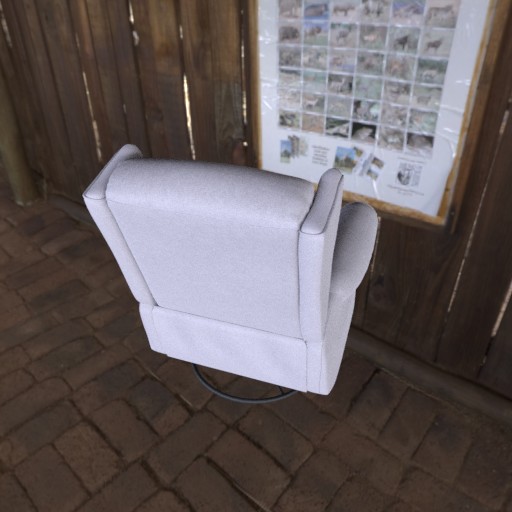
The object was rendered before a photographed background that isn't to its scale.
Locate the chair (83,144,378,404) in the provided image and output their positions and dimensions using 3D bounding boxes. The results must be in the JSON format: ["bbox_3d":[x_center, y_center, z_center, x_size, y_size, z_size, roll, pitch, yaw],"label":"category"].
[{"bbox_3d":[0.000,0.000,1.708,0.847,1.011,0.969,10,34,16],"label":"chair"}]
